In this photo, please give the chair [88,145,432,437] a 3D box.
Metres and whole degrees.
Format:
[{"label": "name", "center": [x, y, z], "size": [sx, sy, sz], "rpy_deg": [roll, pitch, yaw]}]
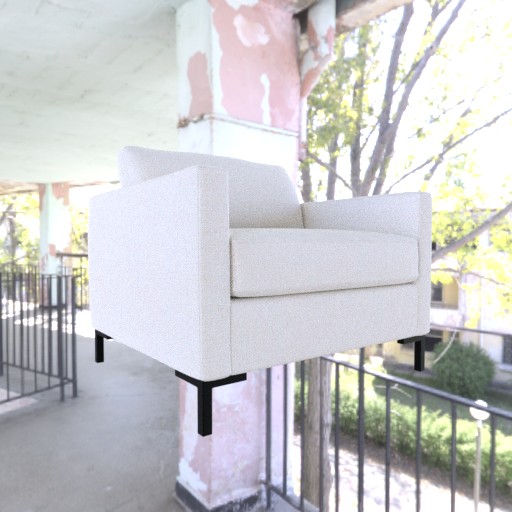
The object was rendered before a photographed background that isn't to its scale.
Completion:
[{"label": "chair", "center": [0.000, 0.000, 1.599], "size": [0.964, 0.806, 0.875], "rpy_deg": [-1, 2, -37]}]
